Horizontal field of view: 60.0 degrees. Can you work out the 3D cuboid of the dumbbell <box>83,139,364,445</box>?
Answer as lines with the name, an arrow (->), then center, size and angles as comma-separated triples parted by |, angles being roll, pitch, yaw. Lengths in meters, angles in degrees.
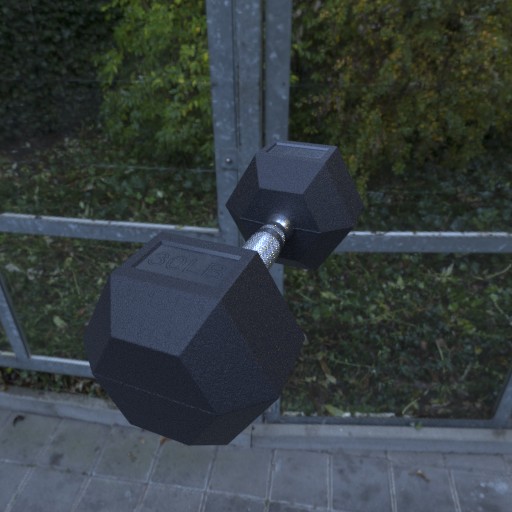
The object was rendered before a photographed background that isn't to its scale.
dumbbell -> 0.000, 0.000, 0.395 | 0.142, 0.123, 0.337 | 12, 33, 18
